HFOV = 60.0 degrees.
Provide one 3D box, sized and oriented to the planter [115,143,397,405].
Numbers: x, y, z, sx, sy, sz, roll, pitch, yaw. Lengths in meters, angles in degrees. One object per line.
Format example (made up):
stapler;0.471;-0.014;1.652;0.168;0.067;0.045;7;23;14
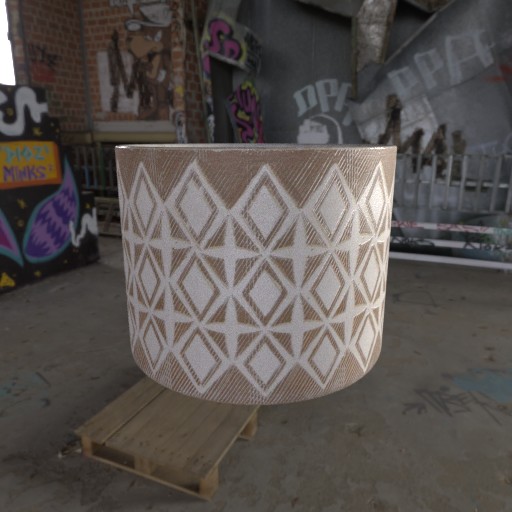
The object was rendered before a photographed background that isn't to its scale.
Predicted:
planter;0.000;0.000;0.338;0.193;0.165;0.193;0;15;0
